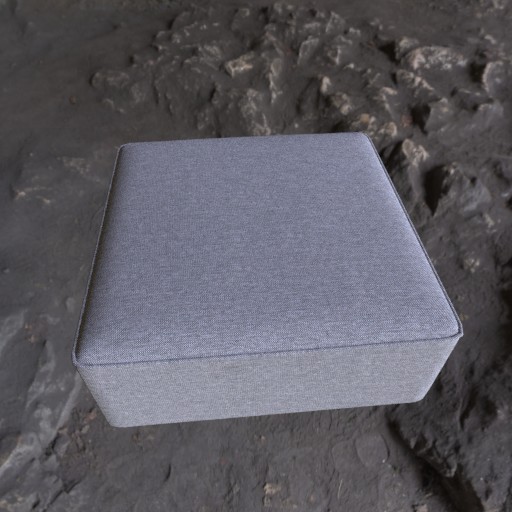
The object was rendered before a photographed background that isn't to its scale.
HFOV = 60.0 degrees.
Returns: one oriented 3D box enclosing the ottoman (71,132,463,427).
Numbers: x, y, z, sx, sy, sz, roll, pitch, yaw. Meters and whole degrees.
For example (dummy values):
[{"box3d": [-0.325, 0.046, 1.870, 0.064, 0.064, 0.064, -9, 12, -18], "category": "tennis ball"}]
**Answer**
[{"box3d": [0.000, 0.000, 1.566, 1.005, 0.455, 1.005, -4, 46, -3], "category": "ottoman"}]
